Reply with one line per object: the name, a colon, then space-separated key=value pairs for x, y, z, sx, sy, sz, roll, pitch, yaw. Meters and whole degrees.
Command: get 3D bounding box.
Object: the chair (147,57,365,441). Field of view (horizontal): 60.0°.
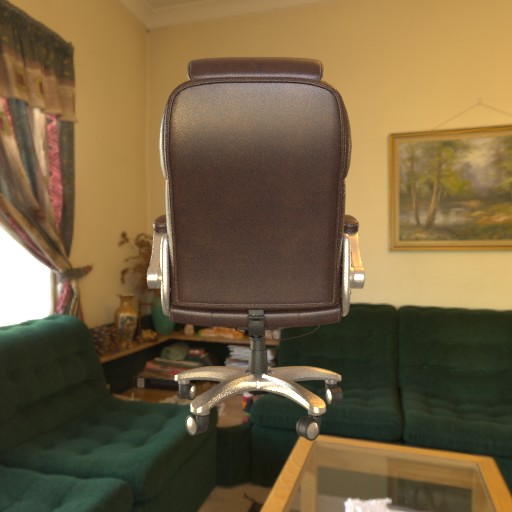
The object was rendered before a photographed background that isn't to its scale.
chair: x=0.000 y=0.000 z=1.622 sx=0.733 sy=1.160 sz=0.774 roll=0 pitch=0 yaw=0
